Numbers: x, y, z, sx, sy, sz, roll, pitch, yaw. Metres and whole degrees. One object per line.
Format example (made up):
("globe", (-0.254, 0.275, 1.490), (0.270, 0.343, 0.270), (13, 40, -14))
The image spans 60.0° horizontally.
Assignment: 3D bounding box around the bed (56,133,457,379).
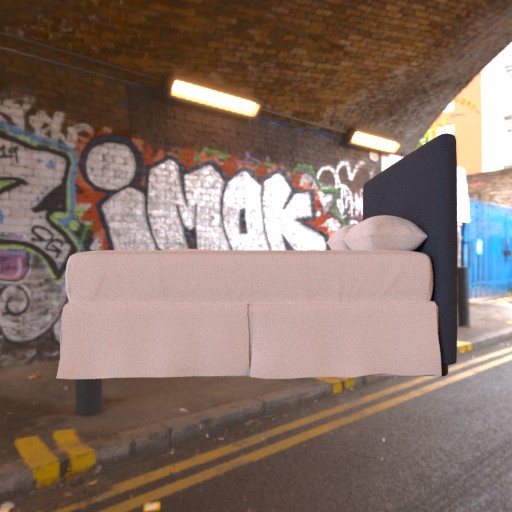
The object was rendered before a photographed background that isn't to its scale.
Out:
("bed", (0.000, 0.000, 3.150), (2.162, 1.330, 1.713), (0, 0, -1))
